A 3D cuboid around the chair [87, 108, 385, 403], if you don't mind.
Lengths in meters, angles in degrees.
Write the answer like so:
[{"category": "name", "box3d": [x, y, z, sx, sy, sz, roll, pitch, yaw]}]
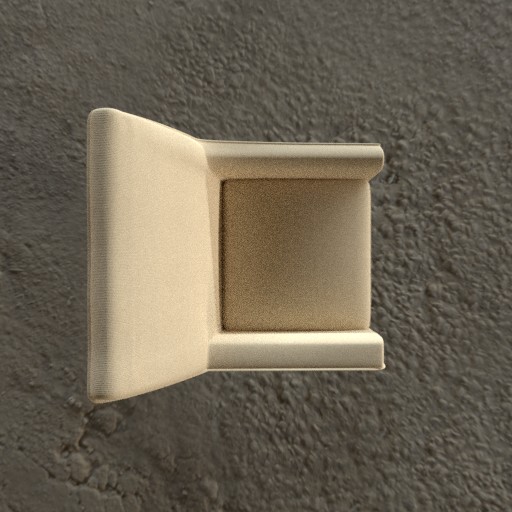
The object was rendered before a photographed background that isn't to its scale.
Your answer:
[{"category": "chair", "box3d": [0.000, 0.000, 1.591, 0.899, 0.919, 0.780, 0, 90, -1]}]
